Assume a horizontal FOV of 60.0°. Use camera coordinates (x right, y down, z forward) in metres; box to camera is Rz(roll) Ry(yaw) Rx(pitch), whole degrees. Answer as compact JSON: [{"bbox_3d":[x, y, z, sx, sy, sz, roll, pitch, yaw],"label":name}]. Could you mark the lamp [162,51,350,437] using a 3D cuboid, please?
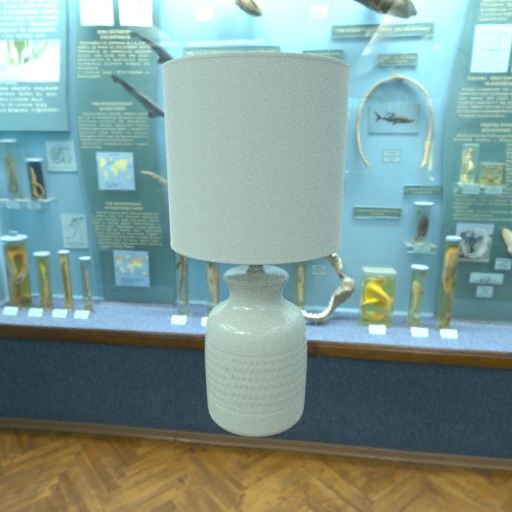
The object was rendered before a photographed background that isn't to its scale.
[{"bbox_3d":[0.000,0.000,0.500,0.188,0.392,0.188,2,15,8],"label":"lamp"}]
